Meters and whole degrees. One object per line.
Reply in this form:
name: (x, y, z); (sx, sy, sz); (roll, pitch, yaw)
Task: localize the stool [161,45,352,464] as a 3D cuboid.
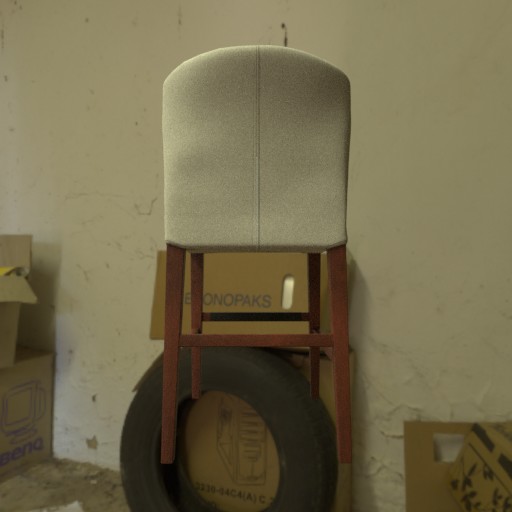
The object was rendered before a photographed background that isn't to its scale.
stool: (0.000, 0.000, 1.287); (0.479, 0.968, 0.568); (0, -1, 0)
